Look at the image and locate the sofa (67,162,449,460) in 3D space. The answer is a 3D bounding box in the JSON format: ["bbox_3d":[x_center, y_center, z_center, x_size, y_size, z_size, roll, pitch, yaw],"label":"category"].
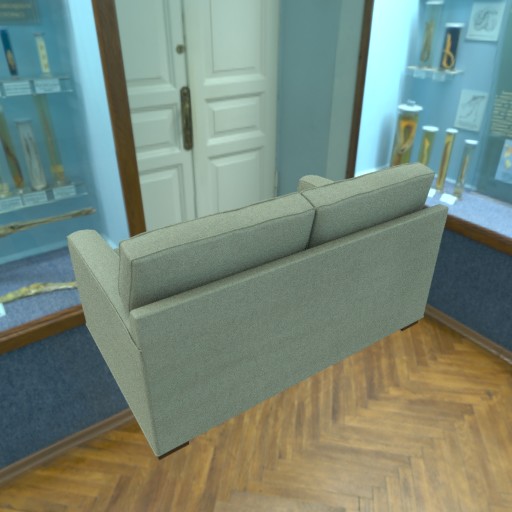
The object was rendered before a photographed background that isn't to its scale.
[{"bbox_3d":[0.000,0.000,2.101,1.484,0.853,0.940,-18,35,-29],"label":"sofa"}]
